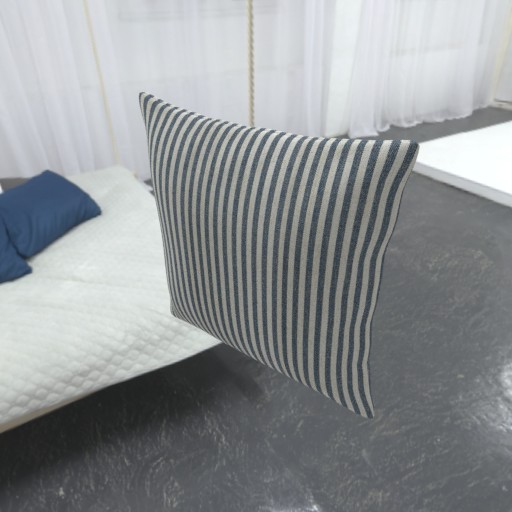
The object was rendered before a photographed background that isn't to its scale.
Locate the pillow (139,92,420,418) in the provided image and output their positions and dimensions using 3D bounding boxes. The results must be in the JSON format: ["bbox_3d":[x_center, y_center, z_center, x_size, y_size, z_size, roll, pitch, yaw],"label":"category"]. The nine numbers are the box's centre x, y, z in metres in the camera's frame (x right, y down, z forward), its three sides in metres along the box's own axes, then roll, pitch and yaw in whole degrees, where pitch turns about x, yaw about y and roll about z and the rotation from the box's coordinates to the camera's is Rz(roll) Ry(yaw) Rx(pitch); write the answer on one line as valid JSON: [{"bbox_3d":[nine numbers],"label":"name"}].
[{"bbox_3d":[0.000,0.000,0.803,0.523,0.510,0.166,21,37,31],"label":"pillow"}]
